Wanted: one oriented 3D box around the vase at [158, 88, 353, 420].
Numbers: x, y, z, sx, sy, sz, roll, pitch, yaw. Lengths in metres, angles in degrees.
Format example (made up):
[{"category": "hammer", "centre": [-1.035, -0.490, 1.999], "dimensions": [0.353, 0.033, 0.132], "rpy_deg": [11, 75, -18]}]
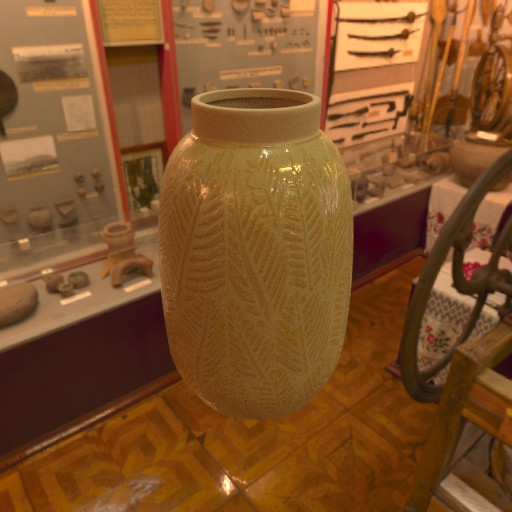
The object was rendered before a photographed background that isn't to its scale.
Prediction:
[{"category": "vase", "centre": [0.000, 0.000, 0.396], "dimensions": [0.172, 0.270, 0.172], "rpy_deg": [0, 29, 0]}]
